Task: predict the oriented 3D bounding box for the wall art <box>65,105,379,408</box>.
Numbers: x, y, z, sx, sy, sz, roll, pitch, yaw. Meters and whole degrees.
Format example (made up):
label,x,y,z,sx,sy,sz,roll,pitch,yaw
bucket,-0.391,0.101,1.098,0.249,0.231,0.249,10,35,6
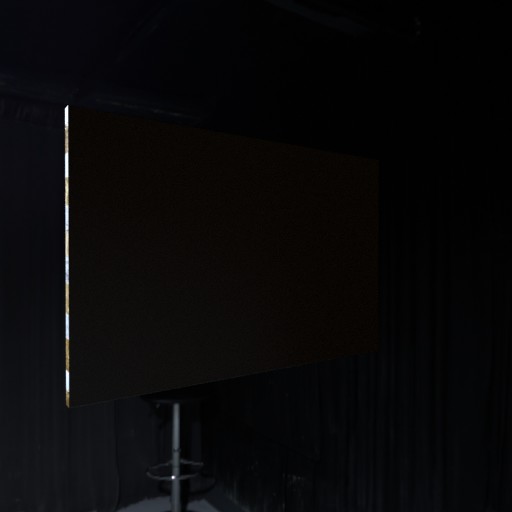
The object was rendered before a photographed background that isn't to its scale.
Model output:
label,x,y,z,sx,sy,sz,roll,pitch,yaw
wall art,0.000,0.000,1.166,0.932,0.610,0.027,0,1,-34
